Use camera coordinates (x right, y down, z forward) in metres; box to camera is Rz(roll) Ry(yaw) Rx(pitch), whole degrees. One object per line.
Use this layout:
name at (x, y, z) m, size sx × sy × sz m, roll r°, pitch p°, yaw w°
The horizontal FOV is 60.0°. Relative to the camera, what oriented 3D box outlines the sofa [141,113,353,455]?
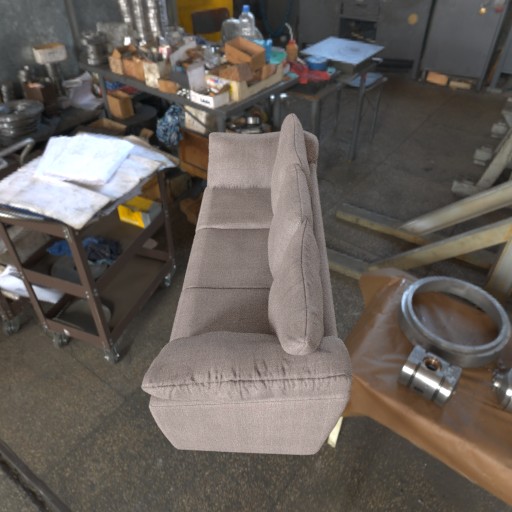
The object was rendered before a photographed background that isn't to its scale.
sofa at (0.000, 0.000, 2.807) m, size 0.878 × 0.996 × 2.334 m, roll 1°, pitch 41°, yaw 2°
